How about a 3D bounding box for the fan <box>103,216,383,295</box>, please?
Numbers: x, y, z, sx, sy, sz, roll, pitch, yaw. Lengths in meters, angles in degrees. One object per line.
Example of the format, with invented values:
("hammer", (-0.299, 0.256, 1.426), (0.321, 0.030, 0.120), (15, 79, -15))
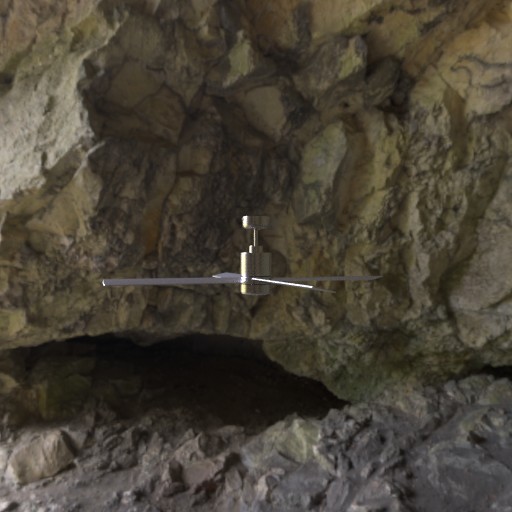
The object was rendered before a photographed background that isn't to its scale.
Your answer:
("fan", (0.000, 0.000, 2.026), (1.322, 0.355, 1.322), (0, 0, -19))
